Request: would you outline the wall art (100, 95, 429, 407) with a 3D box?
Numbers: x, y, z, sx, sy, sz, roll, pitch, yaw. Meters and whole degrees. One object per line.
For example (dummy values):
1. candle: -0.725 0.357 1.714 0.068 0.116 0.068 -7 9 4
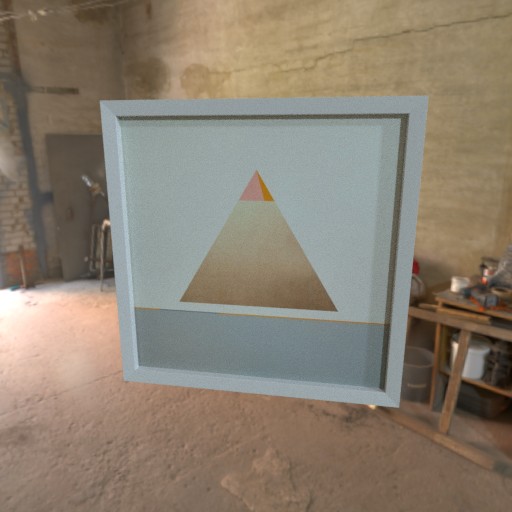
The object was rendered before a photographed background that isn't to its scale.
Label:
1. wall art: 0.000 0.000 1.930 1.289 1.291 0.098 3 15 10
